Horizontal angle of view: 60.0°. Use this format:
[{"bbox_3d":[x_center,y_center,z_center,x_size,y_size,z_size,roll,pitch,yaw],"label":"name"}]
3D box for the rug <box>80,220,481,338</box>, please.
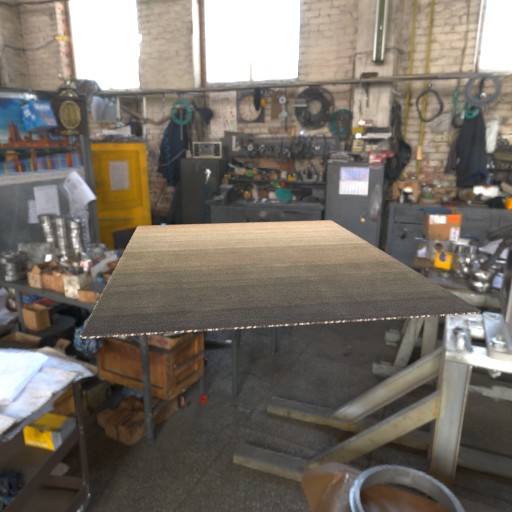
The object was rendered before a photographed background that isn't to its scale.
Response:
[{"bbox_3d":[0.000,0.000,3.851,2.306,0.017,2.902,-2,16,-8],"label":"rug"}]
